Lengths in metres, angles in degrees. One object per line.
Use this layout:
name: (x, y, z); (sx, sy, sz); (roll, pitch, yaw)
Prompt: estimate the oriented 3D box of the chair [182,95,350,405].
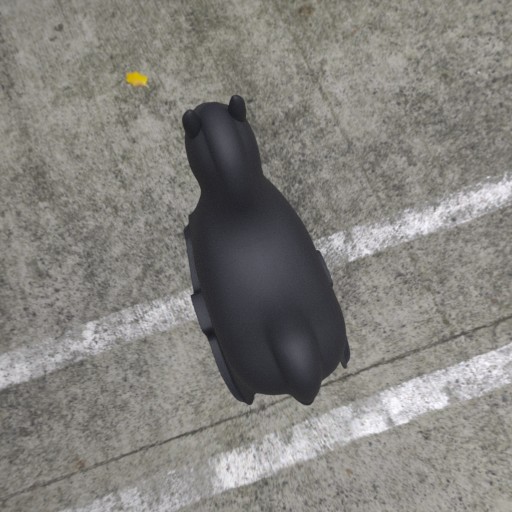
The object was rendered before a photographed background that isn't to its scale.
chair: (0.000, 0.000, 1.158); (0.429, 0.612, 0.800); (-19, 77, -5)
